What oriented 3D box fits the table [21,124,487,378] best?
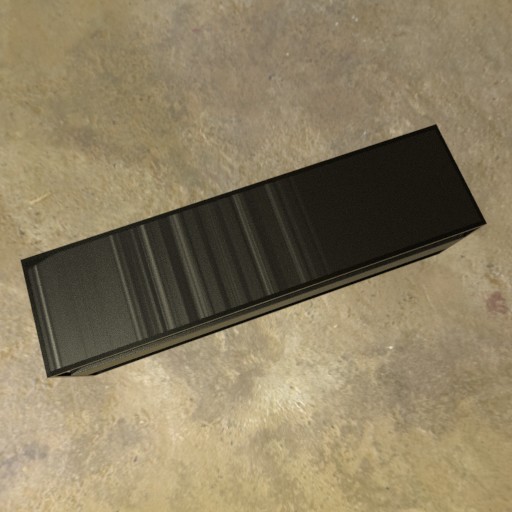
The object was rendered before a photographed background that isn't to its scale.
[{"bbox_3d":[0.000,0.000,1.648,1.486,0.395,0.399,-19,76,-5],"label":"table"}]
